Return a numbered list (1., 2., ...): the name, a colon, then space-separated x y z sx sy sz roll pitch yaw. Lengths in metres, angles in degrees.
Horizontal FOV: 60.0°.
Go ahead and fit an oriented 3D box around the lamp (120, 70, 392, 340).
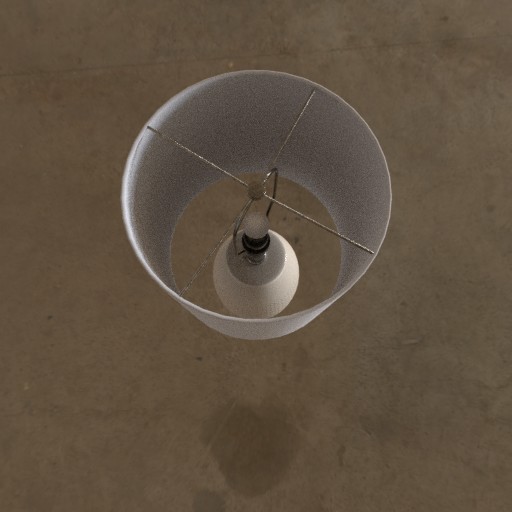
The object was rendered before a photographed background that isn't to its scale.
1. lamp: 0.000 0.000 0.574 0.217 0.453 0.217 30 78 7
